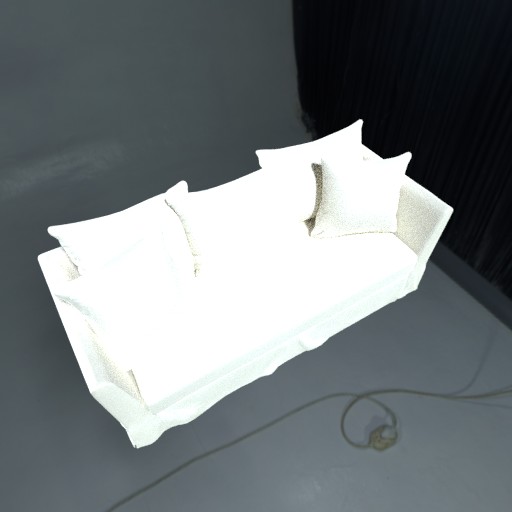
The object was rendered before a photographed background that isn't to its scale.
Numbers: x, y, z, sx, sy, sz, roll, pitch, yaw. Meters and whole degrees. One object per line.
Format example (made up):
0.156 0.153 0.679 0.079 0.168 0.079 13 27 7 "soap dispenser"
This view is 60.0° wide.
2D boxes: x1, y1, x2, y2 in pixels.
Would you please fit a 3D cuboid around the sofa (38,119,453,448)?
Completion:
0.000 0.000 2.765 2.290 1.034 1.031 -24 51 -21 "sofa"
